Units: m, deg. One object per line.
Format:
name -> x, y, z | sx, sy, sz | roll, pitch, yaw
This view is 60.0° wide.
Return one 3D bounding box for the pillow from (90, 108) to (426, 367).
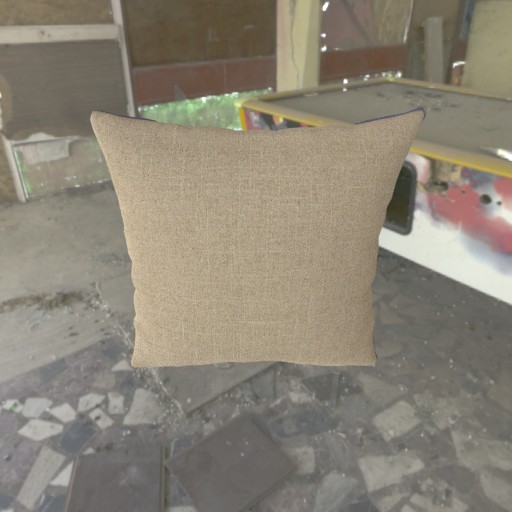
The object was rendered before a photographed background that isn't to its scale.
pillow -> 0.000, 0.000, 0.683 | 0.440, 0.441, 0.147 | -1, 30, -2
